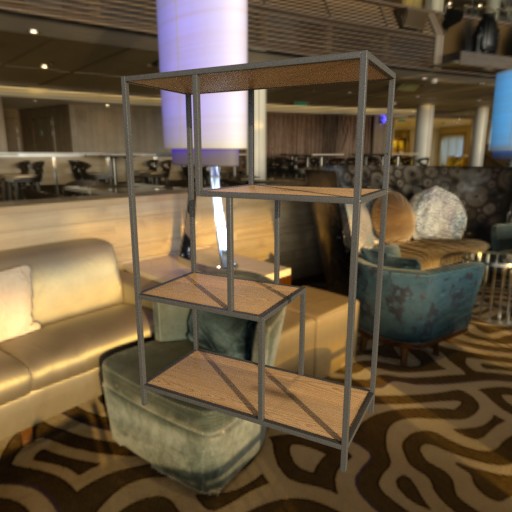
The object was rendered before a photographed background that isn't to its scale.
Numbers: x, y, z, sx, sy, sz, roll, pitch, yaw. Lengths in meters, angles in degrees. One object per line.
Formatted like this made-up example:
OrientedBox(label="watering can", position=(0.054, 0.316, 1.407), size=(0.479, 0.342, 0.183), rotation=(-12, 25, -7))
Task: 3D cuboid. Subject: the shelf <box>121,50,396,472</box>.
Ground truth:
OrientedBox(label="shelf", position=(0.000, 0.000, 1.486), size=(0.770, 1.138, 0.350), rotation=(7, 14, 27))
